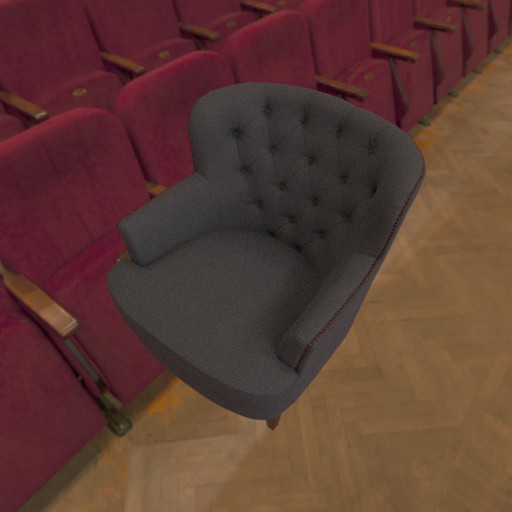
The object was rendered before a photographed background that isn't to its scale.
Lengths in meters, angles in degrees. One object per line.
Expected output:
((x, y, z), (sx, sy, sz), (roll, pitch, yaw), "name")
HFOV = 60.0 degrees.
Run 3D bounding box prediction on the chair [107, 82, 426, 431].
((0.000, 0.000, 1.574), (0.848, 0.868, 0.906), (29, 52, 26), "chair")
